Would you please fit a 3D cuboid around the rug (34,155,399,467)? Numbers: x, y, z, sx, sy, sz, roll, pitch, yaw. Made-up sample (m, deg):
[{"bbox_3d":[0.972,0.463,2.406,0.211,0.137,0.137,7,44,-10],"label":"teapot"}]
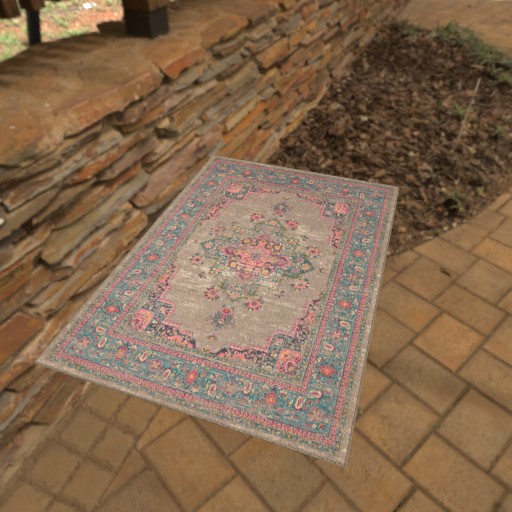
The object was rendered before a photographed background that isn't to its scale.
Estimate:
[{"bbox_3d":[0.000,0.000,3.608,2.005,0.013,2.890,13,43,14],"label":"rug"}]
